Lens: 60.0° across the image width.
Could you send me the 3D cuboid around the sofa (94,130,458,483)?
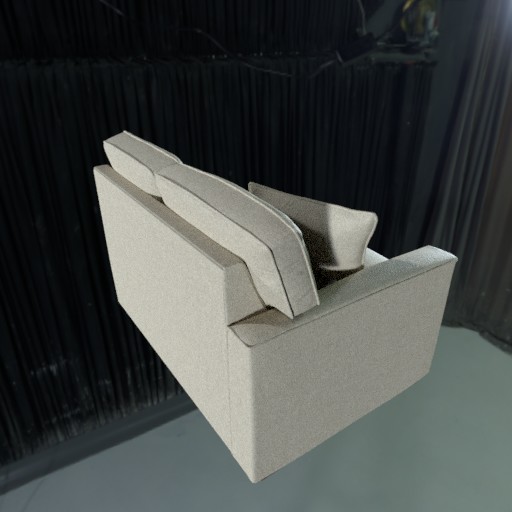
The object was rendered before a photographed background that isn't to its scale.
[{"bbox_3d":[0.000,0.000,2.036,0.991,0.989,1.388,-18,33,-30],"label":"sofa"}]
